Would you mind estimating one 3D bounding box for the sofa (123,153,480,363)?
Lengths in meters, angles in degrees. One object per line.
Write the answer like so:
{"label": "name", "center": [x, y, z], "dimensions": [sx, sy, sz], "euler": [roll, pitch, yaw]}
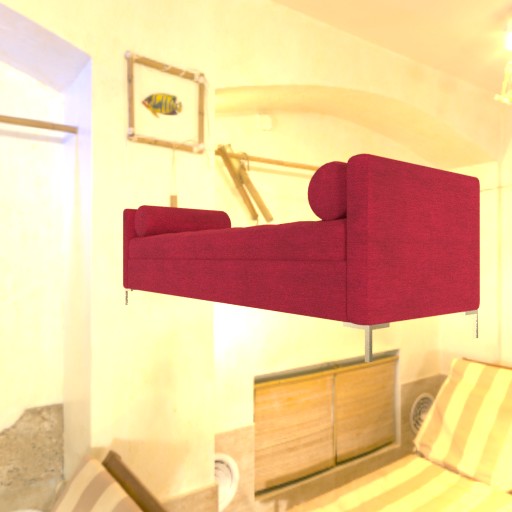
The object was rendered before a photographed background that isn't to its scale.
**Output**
{"label": "sofa", "center": [0.000, 0.000, 2.292], "dimensions": [0.686, 0.635, 1.981], "euler": [0, 0, -37]}
